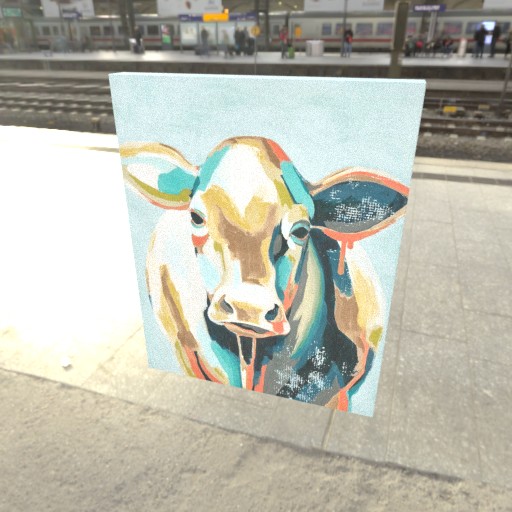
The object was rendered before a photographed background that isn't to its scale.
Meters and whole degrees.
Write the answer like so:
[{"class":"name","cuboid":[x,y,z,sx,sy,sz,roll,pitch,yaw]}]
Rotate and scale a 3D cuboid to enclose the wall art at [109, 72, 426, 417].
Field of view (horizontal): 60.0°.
[{"class":"wall art","cuboid":[0.000,0.000,0.677,0.409,0.509,0.037,8,28,15]}]
